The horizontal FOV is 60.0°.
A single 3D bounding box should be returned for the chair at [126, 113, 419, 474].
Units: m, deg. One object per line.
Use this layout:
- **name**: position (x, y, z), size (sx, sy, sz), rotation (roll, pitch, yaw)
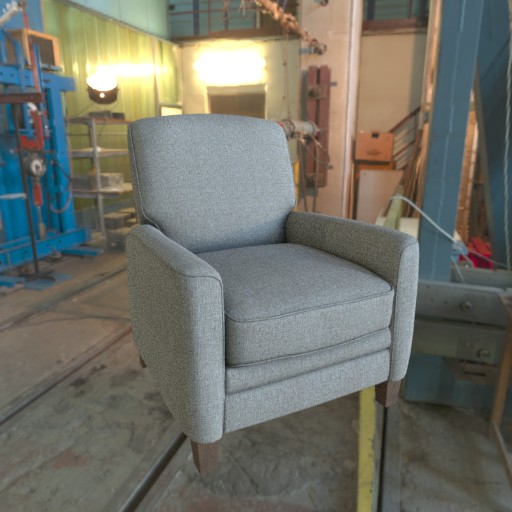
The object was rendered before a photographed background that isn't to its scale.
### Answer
- **chair**: position (0.000, 0.000, 1.606), size (0.848, 1.014, 0.864), rotation (-8, 17, -26)
